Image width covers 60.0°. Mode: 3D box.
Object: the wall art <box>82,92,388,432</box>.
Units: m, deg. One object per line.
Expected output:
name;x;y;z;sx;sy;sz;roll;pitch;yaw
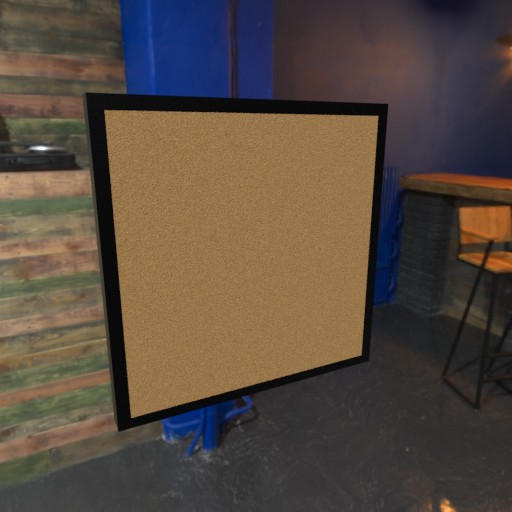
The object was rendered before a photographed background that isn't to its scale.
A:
wall art;0.000;0.000;0.759;0.506;0.506;0.038;-8;17;-26
